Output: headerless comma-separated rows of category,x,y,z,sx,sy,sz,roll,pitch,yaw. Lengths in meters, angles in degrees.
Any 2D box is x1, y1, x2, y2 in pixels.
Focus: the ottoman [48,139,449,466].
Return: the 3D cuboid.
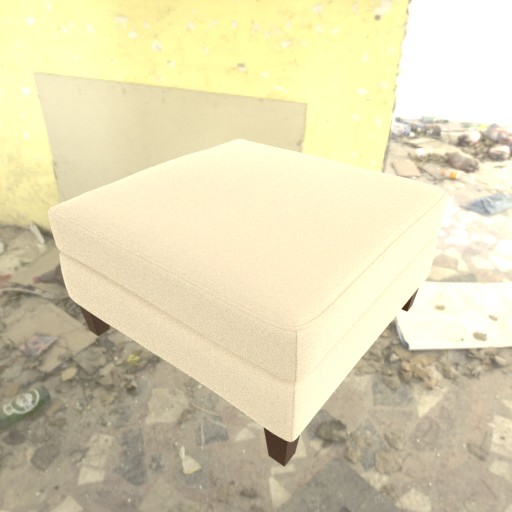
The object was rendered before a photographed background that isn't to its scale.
ottoman,0.000,0.000,1.348,0.838,0.479,0.838,22,38,32
